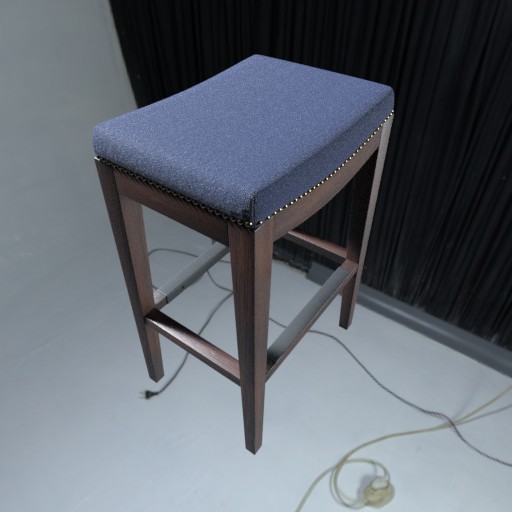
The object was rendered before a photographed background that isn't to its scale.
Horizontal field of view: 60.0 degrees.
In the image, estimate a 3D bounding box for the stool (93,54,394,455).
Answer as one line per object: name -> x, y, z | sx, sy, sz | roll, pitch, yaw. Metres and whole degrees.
stool -> 0.000, 0.000, 1.041 | 0.358, 0.740, 0.498 | 26, 48, 26
